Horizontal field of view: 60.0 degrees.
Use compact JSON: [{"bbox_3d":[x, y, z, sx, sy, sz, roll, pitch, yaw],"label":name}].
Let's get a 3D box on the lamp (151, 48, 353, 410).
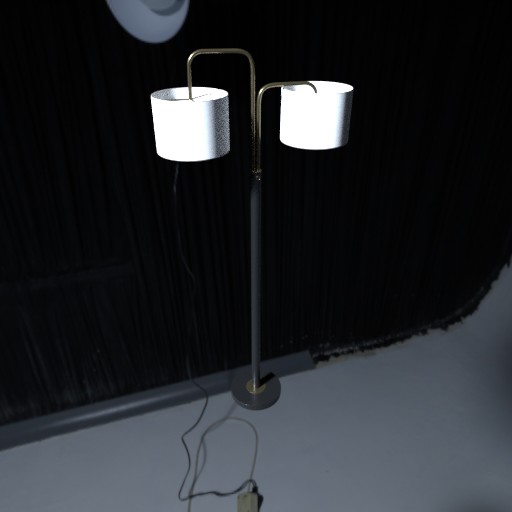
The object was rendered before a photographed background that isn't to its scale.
[{"bbox_3d":[0.000,0.000,1.860,0.711,1.587,0.254,-9,31,-14],"label":"lamp"}]
